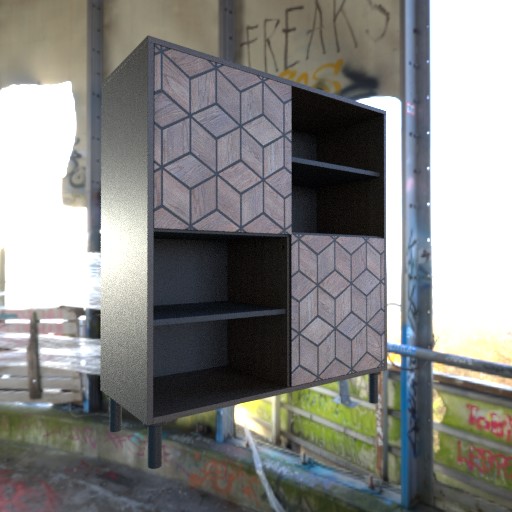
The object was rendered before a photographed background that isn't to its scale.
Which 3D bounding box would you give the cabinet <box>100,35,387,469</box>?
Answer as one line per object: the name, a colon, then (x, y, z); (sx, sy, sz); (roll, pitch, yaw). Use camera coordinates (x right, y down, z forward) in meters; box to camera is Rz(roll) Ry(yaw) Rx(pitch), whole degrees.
cabinet: (0.000, 0.000, 1.637); (1.010, 1.170, 0.400); (0, -1, -36)
